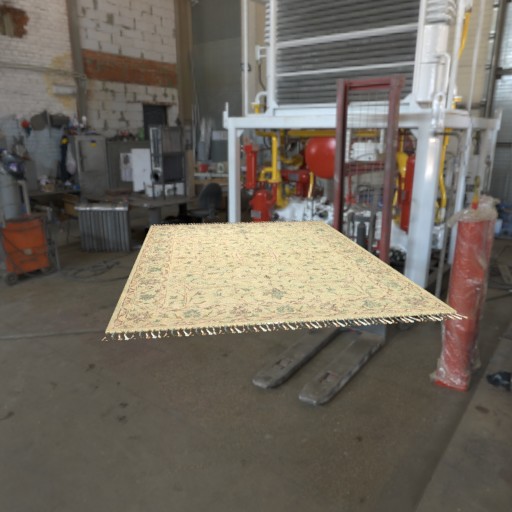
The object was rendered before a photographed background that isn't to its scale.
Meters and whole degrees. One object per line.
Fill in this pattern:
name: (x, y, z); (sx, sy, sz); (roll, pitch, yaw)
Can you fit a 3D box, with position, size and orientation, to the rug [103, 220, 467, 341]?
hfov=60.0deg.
rug: (0.000, 0.000, 2.310); (1.247, 0.008, 1.802); (-2, 16, -8)
